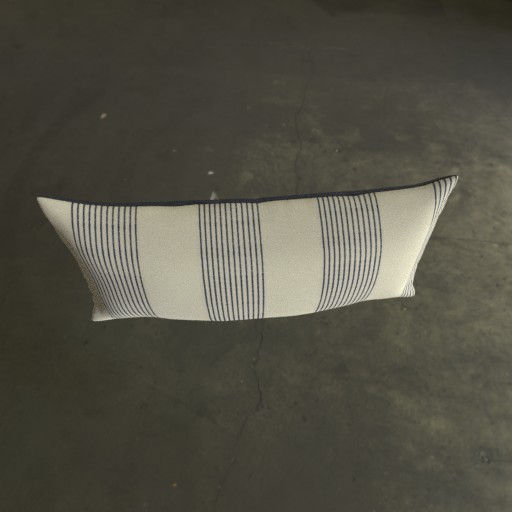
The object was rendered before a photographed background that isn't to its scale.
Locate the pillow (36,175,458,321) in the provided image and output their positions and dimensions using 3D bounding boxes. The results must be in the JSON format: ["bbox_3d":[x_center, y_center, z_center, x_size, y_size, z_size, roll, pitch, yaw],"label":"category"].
[{"bbox_3d":[0.000,0.000,0.733,0.610,0.287,0.151,-4,47,-4],"label":"pillow"}]
